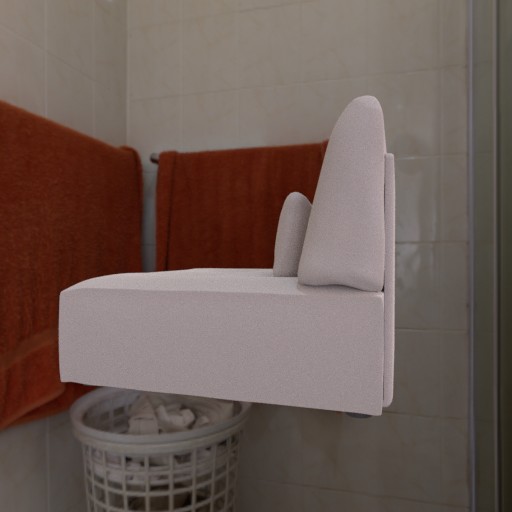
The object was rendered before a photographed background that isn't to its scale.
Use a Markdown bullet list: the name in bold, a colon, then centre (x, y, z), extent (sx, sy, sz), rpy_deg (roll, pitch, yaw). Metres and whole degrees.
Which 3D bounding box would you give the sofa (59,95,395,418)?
- **sofa**: centre (0.000, 0.000, 1.675), extent (1.000, 0.828, 0.935), rpy_deg (0, 0, 18)
